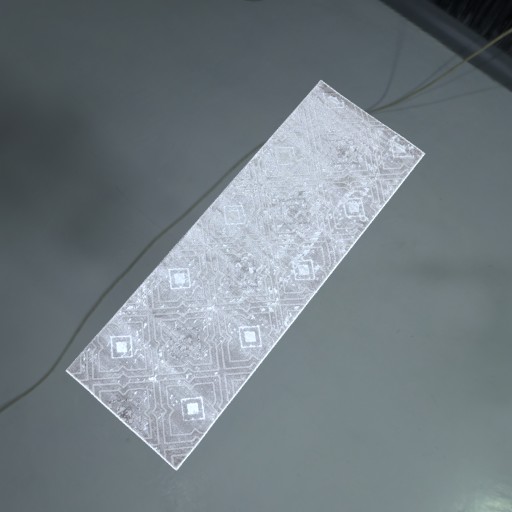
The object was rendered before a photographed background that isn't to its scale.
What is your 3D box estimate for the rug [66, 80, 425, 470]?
[{"bbox_3d":[0.000,0.000,2.650,0.832,0.035,2.381,38,80,8],"label":"rug"}]
